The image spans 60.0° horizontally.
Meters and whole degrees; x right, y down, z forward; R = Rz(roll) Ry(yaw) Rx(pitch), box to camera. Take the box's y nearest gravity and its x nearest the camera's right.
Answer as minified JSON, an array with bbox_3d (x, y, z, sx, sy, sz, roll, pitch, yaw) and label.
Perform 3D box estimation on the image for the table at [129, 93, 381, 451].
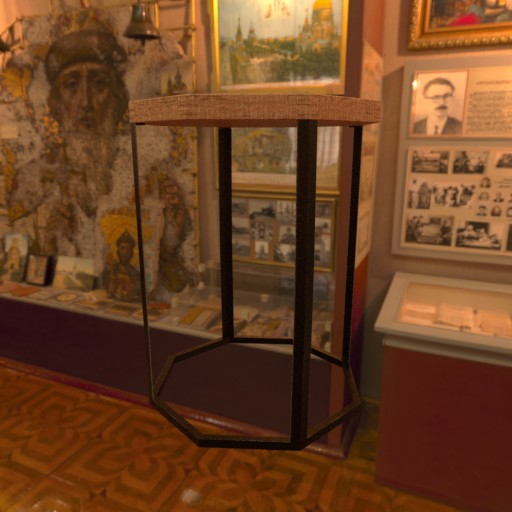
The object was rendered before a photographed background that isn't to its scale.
[{"bbox_3d":[0.000,0.000,0.856,0.437,0.553,0.437,7,16,25],"label":"table"}]
